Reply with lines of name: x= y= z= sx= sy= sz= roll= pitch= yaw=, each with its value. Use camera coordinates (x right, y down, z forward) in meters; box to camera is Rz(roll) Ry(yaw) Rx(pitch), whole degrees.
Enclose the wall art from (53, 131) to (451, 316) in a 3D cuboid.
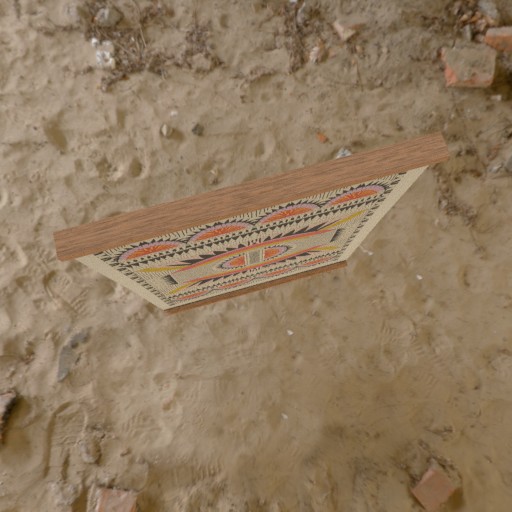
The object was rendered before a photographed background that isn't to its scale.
wall art: x=0.000 y=0.000 z=0.693 sx=0.403 sy=0.527 sz=0.028 roll=-15 pitch=77 yaw=-4
